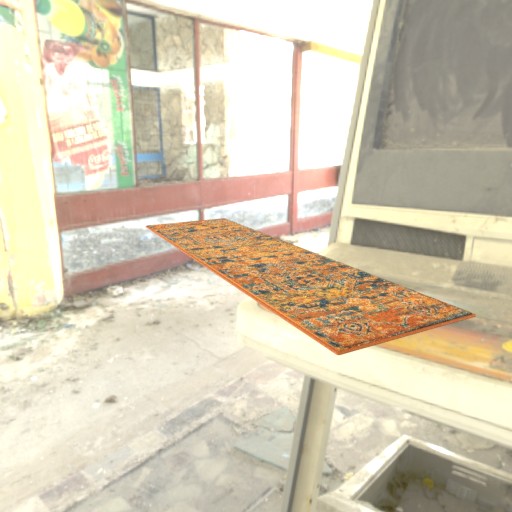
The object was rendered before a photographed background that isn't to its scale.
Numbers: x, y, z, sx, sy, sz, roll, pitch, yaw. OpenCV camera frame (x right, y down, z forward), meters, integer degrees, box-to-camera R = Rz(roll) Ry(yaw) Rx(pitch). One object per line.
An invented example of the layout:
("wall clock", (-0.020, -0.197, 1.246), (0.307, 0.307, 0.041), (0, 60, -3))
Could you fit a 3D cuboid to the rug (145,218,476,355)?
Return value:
("rug", (0.000, 0.000, 2.471), (0.651, 0.016, 2.274), (-8, 17, -27))
